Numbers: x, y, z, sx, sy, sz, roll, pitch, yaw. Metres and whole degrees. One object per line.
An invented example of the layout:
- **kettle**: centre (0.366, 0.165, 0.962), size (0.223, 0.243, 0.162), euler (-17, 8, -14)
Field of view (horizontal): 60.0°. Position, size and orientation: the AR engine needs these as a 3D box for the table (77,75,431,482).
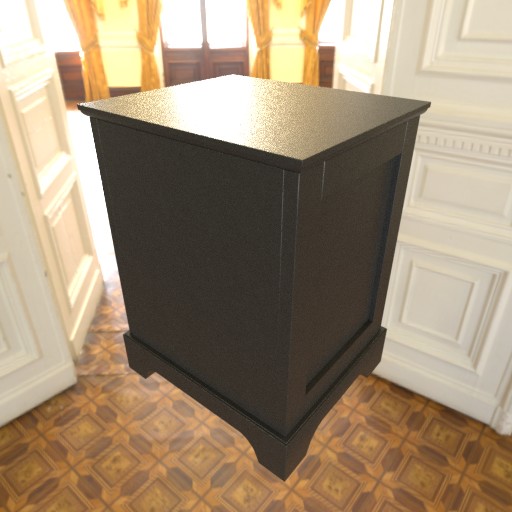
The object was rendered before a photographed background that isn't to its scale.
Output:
- **table**: centre (0.000, 0.000, 0.914), size (0.460, 0.610, 0.399), euler (23, 38, 33)
